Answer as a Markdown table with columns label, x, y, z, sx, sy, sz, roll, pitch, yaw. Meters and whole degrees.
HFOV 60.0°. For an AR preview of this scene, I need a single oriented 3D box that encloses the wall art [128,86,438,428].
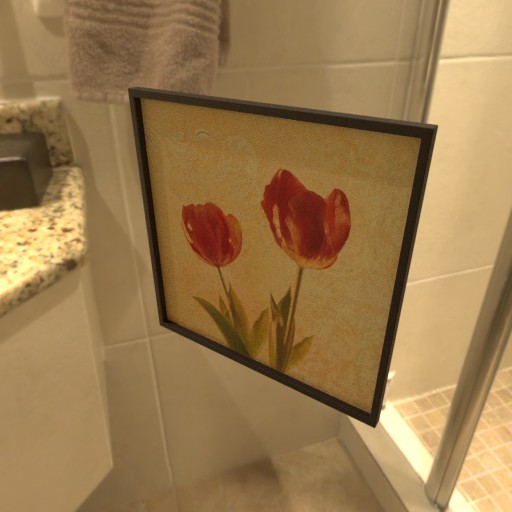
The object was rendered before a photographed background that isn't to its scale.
| label | x | y | z | sx | sy | sz | roll | pitch | yaw |
| --- | --- | --- | --- | --- | --- | --- | --- | --- | --- |
| wall art | 0.000 | 0.000 | 1.215 | 0.805 | 0.807 | 0.043 | 18 | 34 | 29 |
